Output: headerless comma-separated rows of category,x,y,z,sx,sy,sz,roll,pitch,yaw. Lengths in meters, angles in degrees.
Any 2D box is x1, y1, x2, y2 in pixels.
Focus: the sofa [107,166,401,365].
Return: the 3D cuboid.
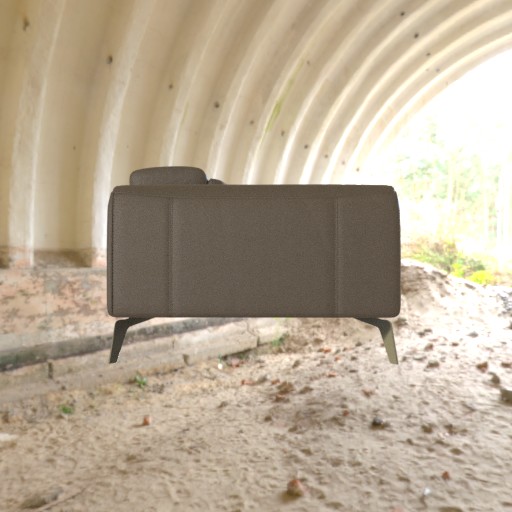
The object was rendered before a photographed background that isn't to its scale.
sofa,0.000,0.000,2.446,1.024,0.753,1.930,0,-1,0
